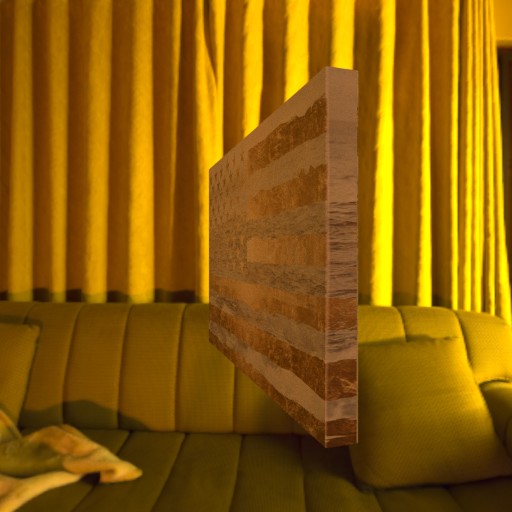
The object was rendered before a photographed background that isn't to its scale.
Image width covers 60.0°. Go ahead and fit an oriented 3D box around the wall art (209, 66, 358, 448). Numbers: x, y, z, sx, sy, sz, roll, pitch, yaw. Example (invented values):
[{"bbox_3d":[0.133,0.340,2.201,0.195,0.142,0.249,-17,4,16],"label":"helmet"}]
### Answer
[{"bbox_3d":[0.000,0.000,0.766,0.041,0.407,0.606,0,0,-18],"label":"wall art"}]
